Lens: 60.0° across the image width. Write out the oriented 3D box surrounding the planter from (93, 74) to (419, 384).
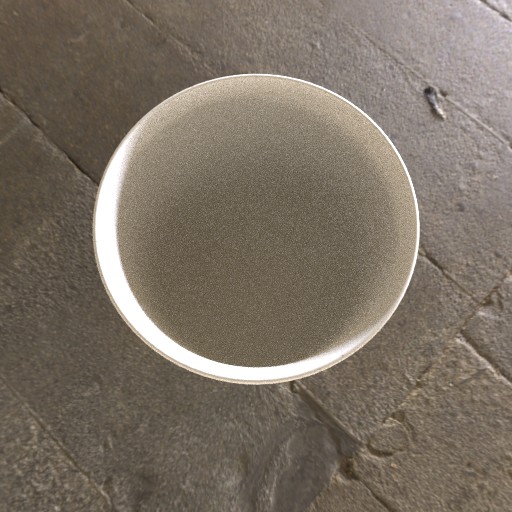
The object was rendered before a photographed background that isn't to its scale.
[{"bbox_3d":[0.000,0.000,0.491,0.268,0.270,0.268,0,75,0],"label":"planter"}]
